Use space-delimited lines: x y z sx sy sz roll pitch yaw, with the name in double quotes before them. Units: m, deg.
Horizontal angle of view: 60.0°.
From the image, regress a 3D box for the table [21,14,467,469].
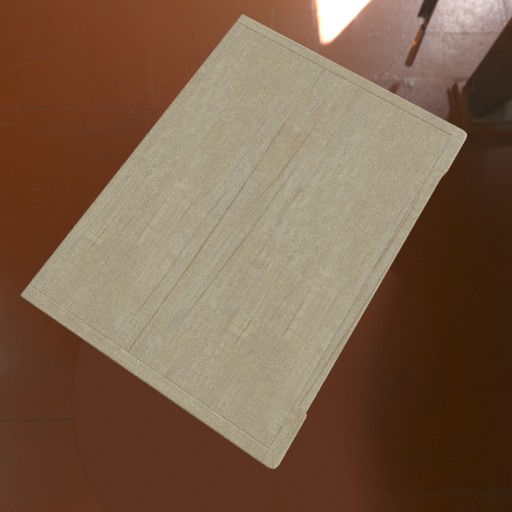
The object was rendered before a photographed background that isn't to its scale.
"table" 0.000 0.000 0.898 0.420 0.510 0.570 32 77 8
